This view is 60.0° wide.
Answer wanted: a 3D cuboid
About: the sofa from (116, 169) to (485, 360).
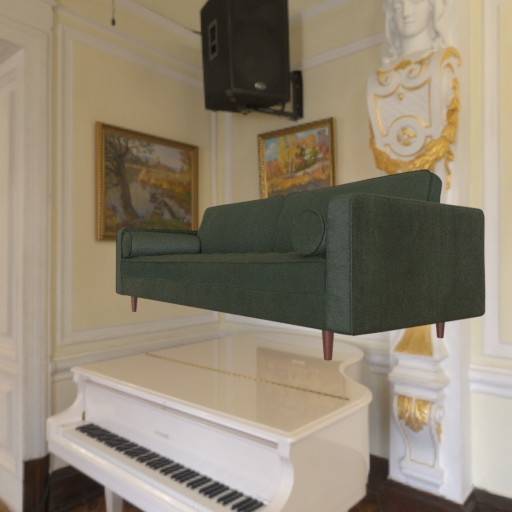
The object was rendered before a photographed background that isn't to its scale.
[{"bbox_3d":[0.000,0.000,2.564,0.918,0.769,2.199,0,-1,-37],"label":"sofa"}]
